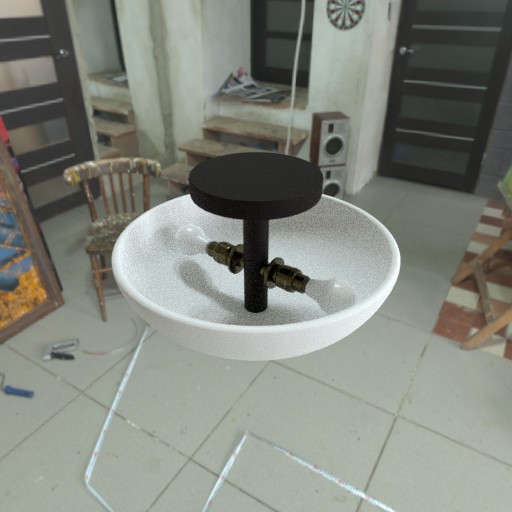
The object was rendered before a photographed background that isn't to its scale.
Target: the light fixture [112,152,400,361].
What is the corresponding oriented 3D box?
[{"bbox_3d":[0.000,0.000,0.537,0.331,0.212,0.331,0,31,0],"label":"light fixture"}]
